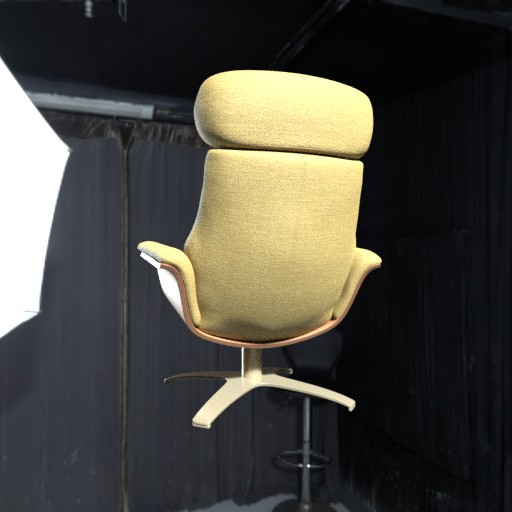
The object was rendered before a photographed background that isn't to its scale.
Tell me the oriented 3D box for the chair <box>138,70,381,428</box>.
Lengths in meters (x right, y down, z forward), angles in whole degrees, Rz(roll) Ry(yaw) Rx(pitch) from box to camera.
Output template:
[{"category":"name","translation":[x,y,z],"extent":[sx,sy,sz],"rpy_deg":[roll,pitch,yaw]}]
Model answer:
[{"category":"chair","translation":[0.000,0.000,1.568],"extent":[0.785,0.995,0.837],"rpy_deg":[0,-1,-19]}]
